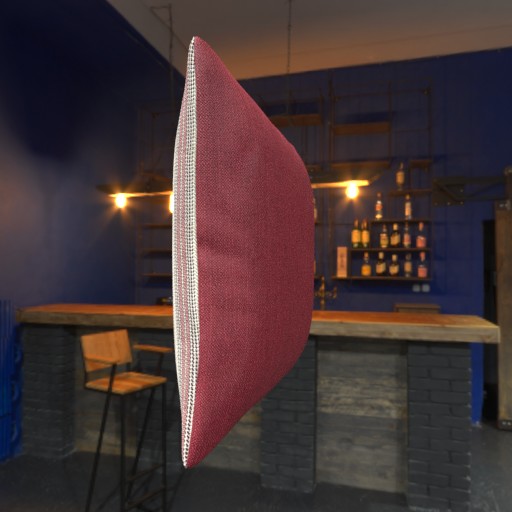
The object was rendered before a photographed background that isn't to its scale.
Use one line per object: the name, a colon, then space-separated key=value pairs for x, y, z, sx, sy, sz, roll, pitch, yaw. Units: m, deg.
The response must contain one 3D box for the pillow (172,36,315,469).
pillow: x=0.000 y=0.000 z=0.749 sx=0.166 sy=0.497 sz=0.513 roll=0 pitch=-1 yaw=17
